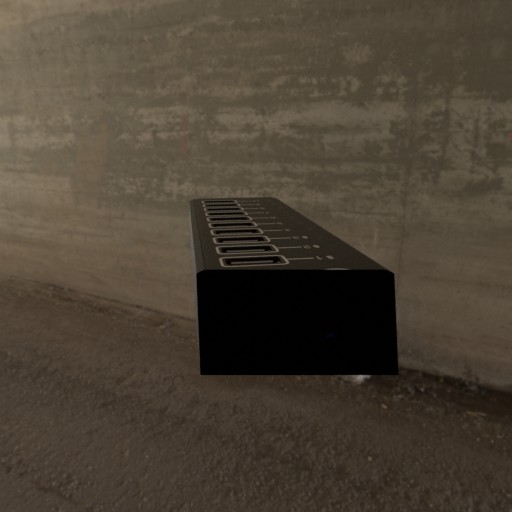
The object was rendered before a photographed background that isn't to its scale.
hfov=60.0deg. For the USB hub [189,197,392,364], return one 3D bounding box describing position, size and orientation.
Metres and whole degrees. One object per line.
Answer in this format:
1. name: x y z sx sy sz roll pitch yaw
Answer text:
1. USB hub: 0.000 0.000 0.156 0.044 0.023 0.145 -2 15 -9
